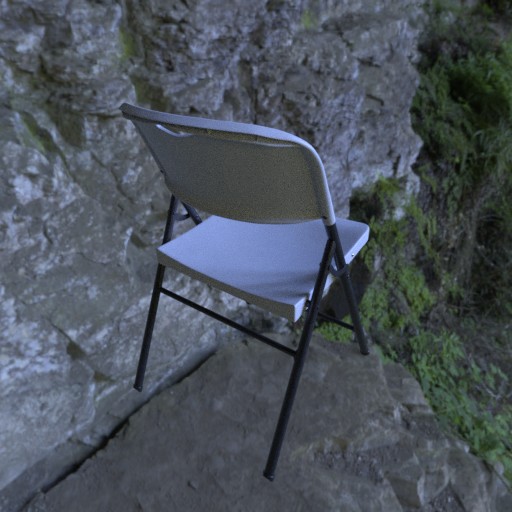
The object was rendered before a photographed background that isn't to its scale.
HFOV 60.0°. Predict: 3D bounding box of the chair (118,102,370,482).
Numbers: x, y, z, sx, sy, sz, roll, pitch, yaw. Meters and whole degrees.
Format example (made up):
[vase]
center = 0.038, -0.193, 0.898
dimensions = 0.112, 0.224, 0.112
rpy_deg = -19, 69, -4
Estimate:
[chair]
center = 0.000, 0.000, 1.147
dimensions = 0.494, 0.810, 0.566
rpy_deg = 20, 35, 31
